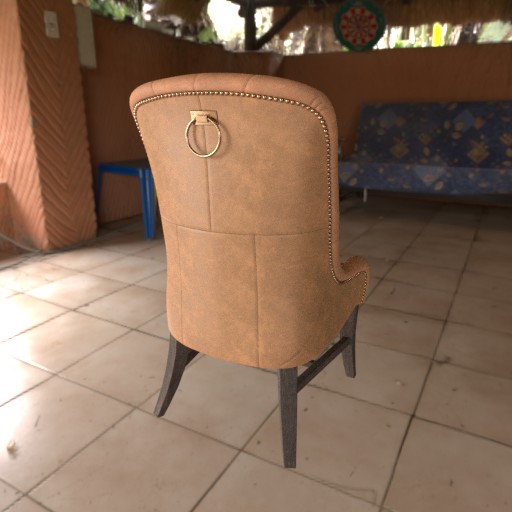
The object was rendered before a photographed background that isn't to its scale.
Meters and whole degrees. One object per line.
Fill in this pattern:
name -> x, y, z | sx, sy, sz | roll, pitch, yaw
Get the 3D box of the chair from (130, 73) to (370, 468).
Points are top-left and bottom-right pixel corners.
chair -> 0.000, 0.000, 1.479 | 0.634, 1.091, 0.629 | 9, 20, 27
